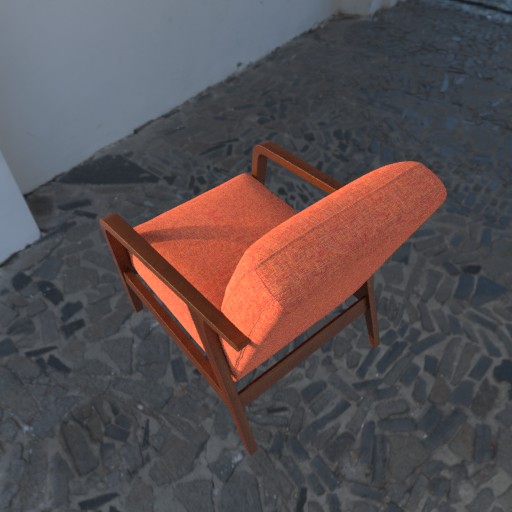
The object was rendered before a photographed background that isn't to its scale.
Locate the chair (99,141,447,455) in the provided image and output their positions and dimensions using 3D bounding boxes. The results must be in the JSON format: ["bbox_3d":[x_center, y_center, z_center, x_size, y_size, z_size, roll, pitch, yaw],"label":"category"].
[{"bbox_3d":[0.000,0.000,1.503,0.719,0.890,0.860,-31,54,-26],"label":"chair"}]
